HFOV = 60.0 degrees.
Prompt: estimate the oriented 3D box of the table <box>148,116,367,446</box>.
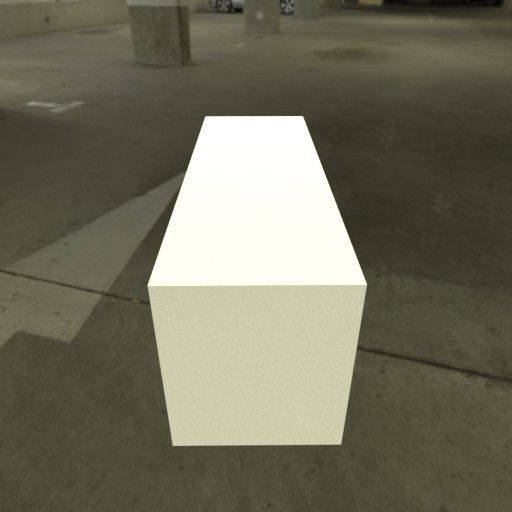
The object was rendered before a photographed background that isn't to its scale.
[{"bbox_3d":[0.000,0.000,1.856,0.508,0.769,1.500,0,32,0],"label":"table"}]
